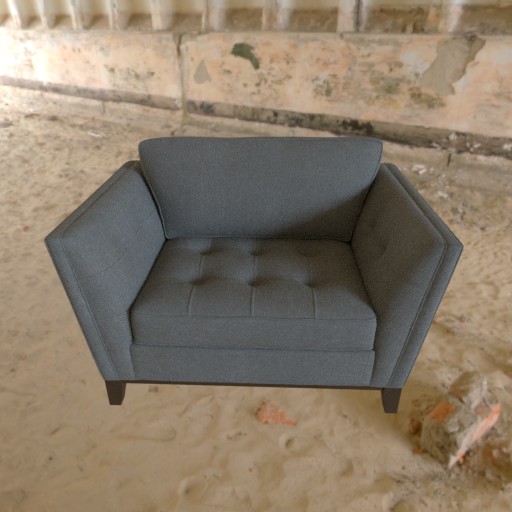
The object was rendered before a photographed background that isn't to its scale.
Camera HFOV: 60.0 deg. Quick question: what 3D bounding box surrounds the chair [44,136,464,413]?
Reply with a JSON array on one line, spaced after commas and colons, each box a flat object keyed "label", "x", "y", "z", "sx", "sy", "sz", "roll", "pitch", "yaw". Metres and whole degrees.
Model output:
[{"label": "chair", "x": 0.000, "y": 0.000, "z": 2.025, "sx": 1.396, "sy": 0.942, "sz": 0.965, "roll": 1, "pitch": 28, "yaw": 2}]
